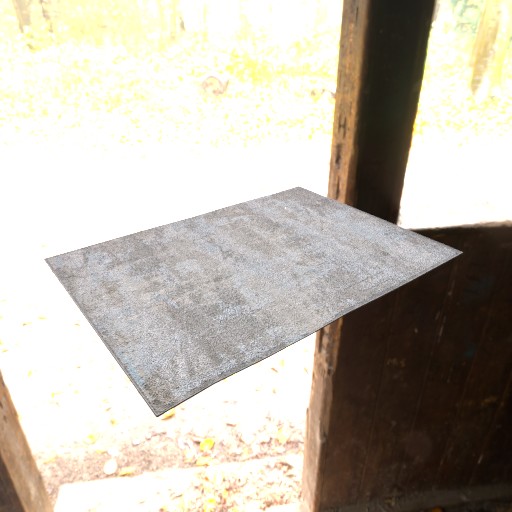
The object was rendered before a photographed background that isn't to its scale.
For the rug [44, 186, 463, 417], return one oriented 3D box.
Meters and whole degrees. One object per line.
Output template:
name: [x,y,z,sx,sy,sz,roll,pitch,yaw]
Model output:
rug: [0.000,0.000,4.306,3.307,0.013,2.393,-21,35,-32]
